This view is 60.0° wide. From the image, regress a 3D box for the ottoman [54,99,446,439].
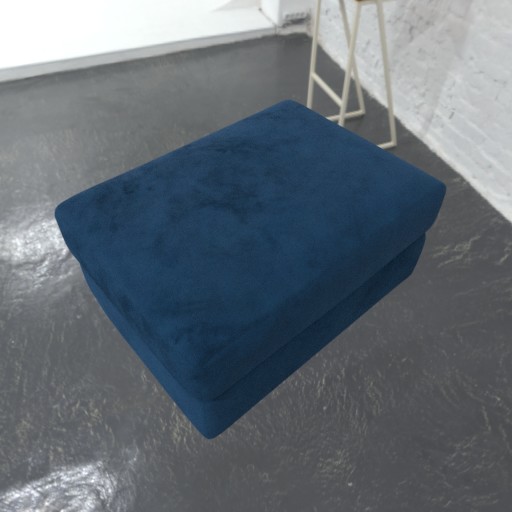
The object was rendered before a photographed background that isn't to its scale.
[{"bbox_3d":[0.000,0.000,1.173,0.773,0.503,0.572,-33,55,-26],"label":"ottoman"}]
